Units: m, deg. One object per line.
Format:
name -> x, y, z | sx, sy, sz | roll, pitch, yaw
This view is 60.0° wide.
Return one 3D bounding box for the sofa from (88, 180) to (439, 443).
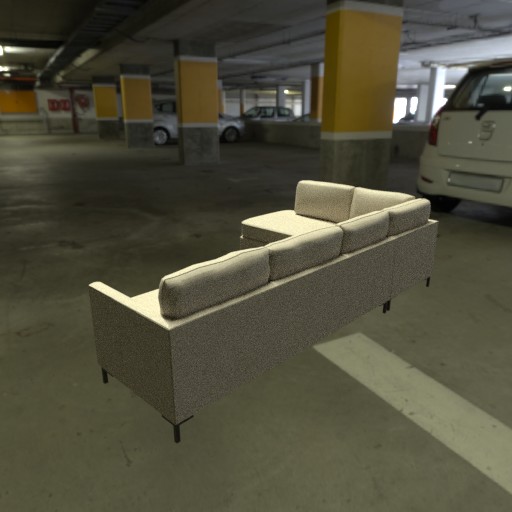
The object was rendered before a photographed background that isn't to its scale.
sofa -> 0.000, 0.000, 4.184 | 2.048, 0.996, 3.384 | 17, 24, 42
